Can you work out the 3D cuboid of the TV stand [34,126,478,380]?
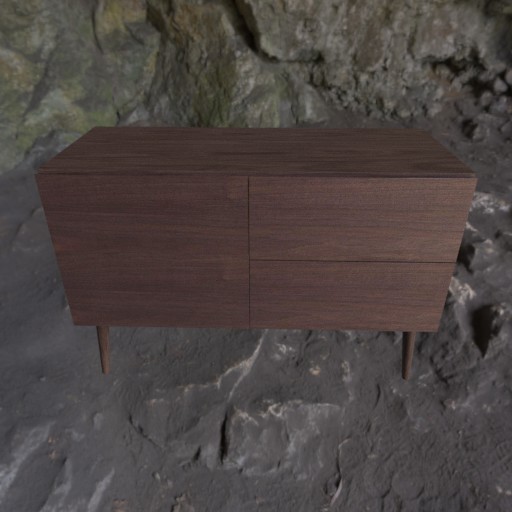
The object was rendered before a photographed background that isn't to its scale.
[{"bbox_3d":[0.000,0.000,1.326,0.990,0.660,0.405,1,30,1],"label":"TV stand"}]
